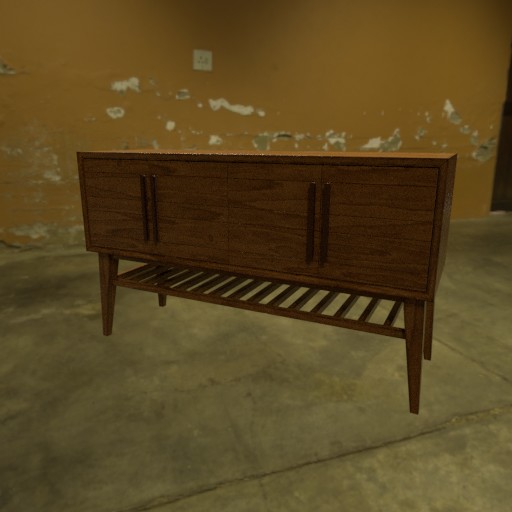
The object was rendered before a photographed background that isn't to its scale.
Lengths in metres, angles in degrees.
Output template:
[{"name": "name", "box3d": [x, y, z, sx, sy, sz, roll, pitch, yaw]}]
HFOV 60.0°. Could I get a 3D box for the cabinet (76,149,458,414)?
[{"name": "cabinet", "box3d": [0.000, 0.000, 1.763, 1.363, 0.802, 0.477, 7, 16, 25]}]
